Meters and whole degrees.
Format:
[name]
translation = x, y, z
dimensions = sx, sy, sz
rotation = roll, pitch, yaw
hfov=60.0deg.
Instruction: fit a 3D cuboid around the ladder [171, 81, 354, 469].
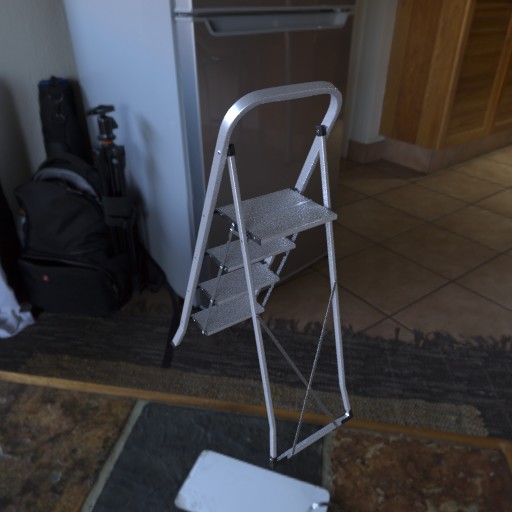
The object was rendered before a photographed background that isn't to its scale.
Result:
[ladder]
translation = 0.000, 0.000, 1.682
dimensions = 0.465, 1.290, 0.830
rotation = -20, 37, -28
